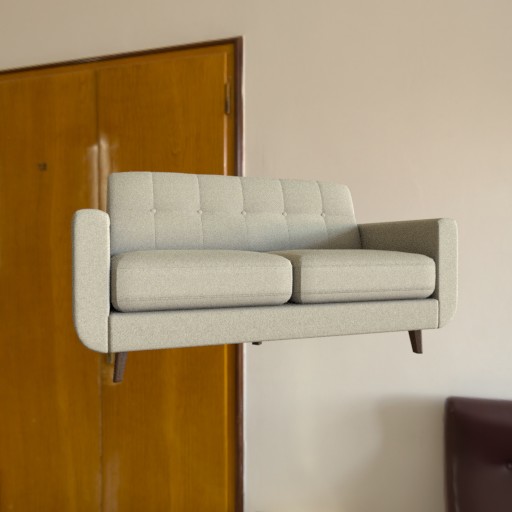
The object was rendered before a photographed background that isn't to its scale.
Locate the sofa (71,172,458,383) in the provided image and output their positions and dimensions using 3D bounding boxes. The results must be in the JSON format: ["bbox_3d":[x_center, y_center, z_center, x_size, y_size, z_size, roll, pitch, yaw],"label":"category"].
[{"bbox_3d":[0.000,0.000,2.223,1.655,0.892,0.980,0,1,-19],"label":"sofa"}]
